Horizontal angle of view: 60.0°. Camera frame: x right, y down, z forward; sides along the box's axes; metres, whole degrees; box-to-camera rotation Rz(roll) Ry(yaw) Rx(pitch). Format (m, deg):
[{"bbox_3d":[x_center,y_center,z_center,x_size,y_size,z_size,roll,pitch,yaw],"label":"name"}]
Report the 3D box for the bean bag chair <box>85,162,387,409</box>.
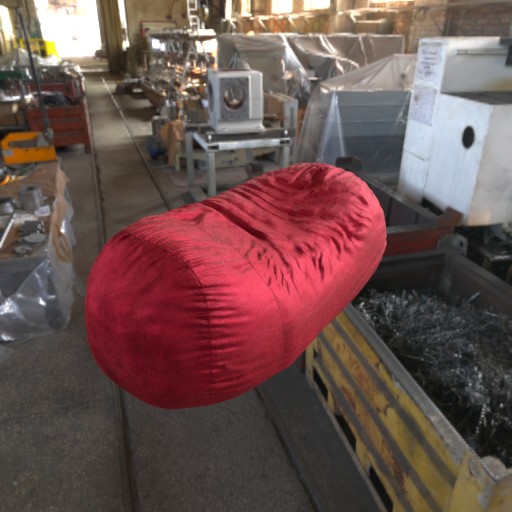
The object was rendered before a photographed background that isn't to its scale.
[{"bbox_3d":[0.000,0.000,2.862,1.216,0.867,2.293,19,32,33],"label":"bean bag chair"}]
